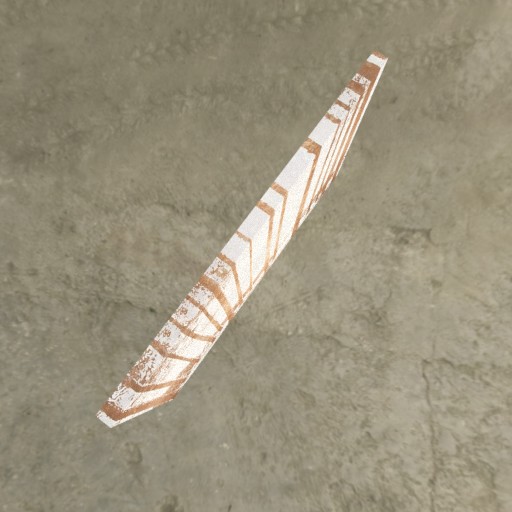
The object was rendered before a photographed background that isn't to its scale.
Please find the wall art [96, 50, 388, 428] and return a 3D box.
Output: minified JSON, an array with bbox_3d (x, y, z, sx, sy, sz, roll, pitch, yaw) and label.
[{"bbox_3d":[0.000,0.000,1.156,0.035,0.609,0.914,35,79,8],"label":"wall art"}]
